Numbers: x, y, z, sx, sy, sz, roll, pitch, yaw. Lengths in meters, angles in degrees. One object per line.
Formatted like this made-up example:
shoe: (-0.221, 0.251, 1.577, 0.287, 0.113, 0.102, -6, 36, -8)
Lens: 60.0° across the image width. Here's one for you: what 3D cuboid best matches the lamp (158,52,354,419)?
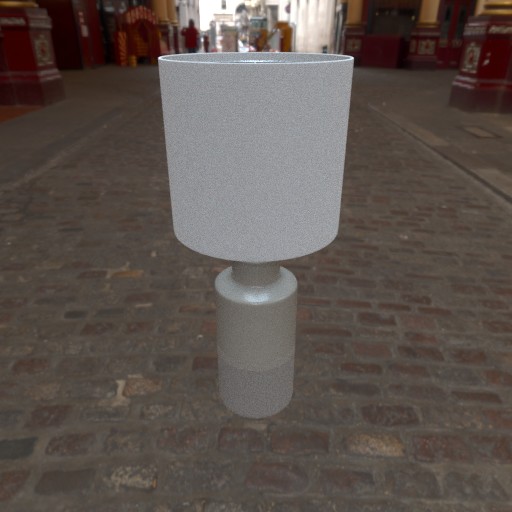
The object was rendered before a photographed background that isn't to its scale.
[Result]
lamp: (0.000, 0.000, 0.600, 0.212, 0.493, 0.212, 0, 27, -1)
